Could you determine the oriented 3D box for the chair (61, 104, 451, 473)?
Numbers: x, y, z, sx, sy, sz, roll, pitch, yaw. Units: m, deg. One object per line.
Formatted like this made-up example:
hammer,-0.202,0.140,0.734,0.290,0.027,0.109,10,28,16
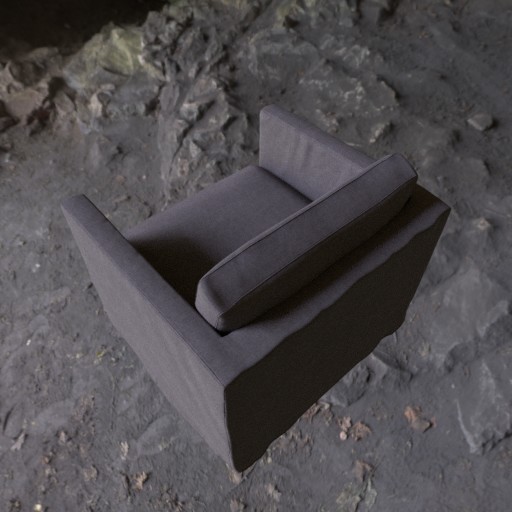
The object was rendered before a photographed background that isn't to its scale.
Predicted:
chair,0.000,0.000,1.730,1.057,0.863,0.949,-33,56,-26
